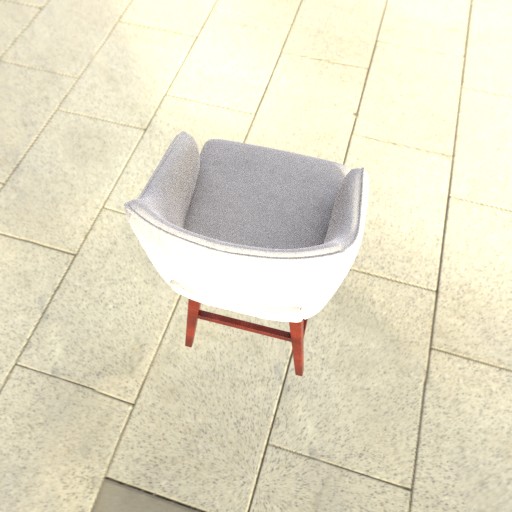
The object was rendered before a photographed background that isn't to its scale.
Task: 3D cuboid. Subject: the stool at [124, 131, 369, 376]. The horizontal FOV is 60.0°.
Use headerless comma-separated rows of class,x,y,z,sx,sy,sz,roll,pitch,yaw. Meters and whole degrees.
stool,0.000,0.000,1.366,0.548,1.012,0.558,13,63,7
